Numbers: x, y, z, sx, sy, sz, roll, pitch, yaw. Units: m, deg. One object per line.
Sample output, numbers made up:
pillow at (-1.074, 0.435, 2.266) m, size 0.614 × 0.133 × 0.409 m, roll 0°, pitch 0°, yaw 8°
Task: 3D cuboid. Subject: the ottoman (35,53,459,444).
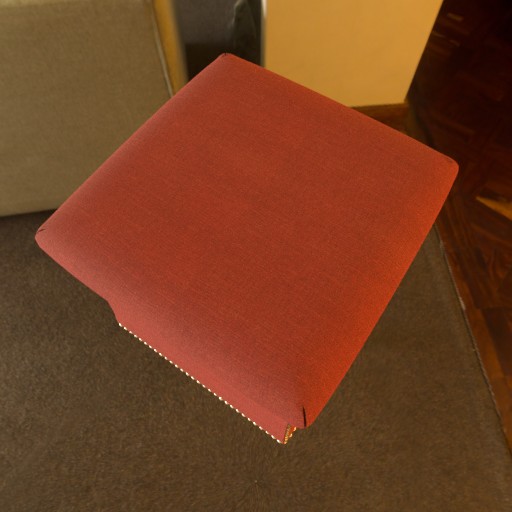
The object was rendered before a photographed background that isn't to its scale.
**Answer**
ottoman at (0.000, 0.000, 0.863) m, size 0.497 × 0.475 × 0.507 m, roll 32°, pitch 67°, yaw 15°
